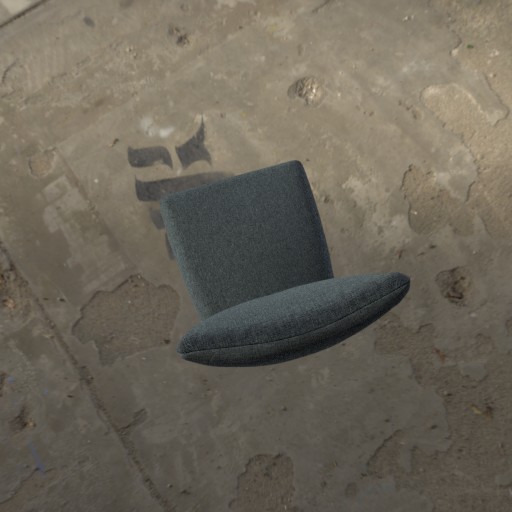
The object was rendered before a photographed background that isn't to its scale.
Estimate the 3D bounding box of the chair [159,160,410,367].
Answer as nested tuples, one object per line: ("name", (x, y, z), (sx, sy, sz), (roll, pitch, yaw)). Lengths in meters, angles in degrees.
("chair", (0.000, 0.000, 1.295), (0.480, 0.931, 0.635), (-16, 75, -4))
